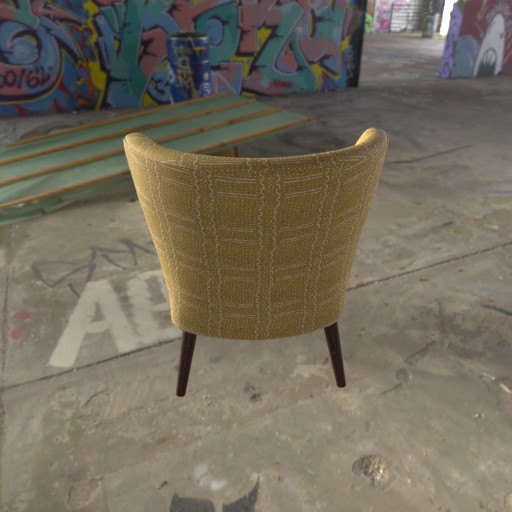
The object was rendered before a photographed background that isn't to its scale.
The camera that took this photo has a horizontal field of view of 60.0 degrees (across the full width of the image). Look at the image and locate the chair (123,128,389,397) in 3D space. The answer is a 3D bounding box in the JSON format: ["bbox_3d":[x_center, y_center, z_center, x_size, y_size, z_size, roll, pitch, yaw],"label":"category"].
[{"bbox_3d":[0.000,0.000,1.432,0.706,0.866,0.758,-2,30,-4],"label":"chair"}]
